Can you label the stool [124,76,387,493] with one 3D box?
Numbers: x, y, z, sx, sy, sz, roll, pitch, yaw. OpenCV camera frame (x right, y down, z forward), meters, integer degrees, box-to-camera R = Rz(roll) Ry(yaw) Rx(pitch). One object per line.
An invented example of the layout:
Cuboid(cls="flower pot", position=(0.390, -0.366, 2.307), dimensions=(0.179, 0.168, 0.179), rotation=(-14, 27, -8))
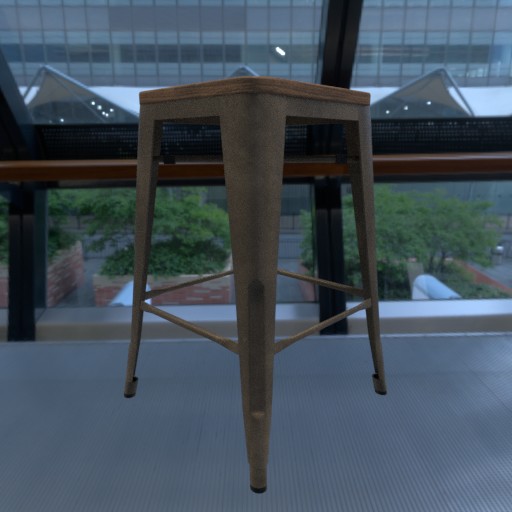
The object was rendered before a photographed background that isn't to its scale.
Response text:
Cuboid(cls="stool", position=(0.000, 0.000, 0.877), dimensions=(0.407, 0.607, 0.407), rotation=(13, 19, 42))
